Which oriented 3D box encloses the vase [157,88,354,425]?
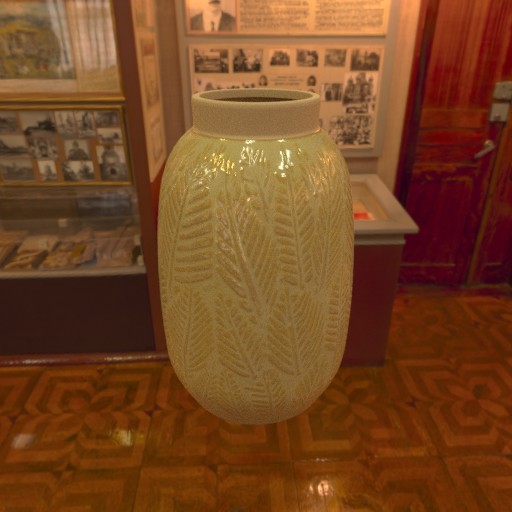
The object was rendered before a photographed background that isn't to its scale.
[{"bbox_3d":[0.000,0.000,0.392,0.172,0.270,0.172,0,26,0],"label":"vase"}]
